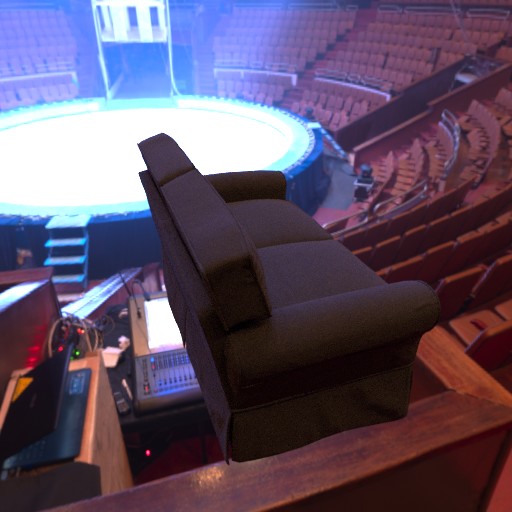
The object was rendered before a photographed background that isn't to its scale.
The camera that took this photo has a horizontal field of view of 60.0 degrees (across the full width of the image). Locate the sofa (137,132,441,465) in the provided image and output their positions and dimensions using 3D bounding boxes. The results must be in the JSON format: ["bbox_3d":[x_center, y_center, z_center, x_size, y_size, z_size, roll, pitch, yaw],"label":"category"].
[{"bbox_3d":[0.000,0.000,2.380,0.997,1.059,1.801,-10,31,-18],"label":"sofa"}]
